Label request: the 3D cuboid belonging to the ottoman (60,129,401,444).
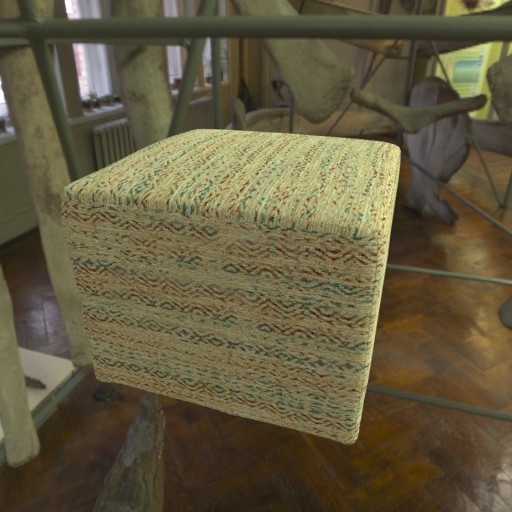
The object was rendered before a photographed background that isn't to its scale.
[{"bbox_3d":[0.000,0.000,0.928,0.521,0.453,0.512,9,28,16],"label":"ottoman"}]
